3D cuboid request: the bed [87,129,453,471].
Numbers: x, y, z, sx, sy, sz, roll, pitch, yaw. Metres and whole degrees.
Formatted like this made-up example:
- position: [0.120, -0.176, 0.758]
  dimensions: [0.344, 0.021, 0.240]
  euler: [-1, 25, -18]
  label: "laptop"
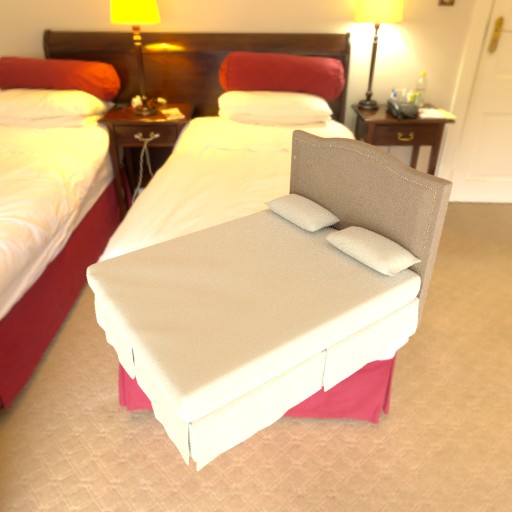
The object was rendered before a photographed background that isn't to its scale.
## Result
- position: [0.000, 0.000, 3.516]
  dimensions: [2.282, 1.436, 1.821]
  euler: [-20, 37, -30]
  label: "bed"
